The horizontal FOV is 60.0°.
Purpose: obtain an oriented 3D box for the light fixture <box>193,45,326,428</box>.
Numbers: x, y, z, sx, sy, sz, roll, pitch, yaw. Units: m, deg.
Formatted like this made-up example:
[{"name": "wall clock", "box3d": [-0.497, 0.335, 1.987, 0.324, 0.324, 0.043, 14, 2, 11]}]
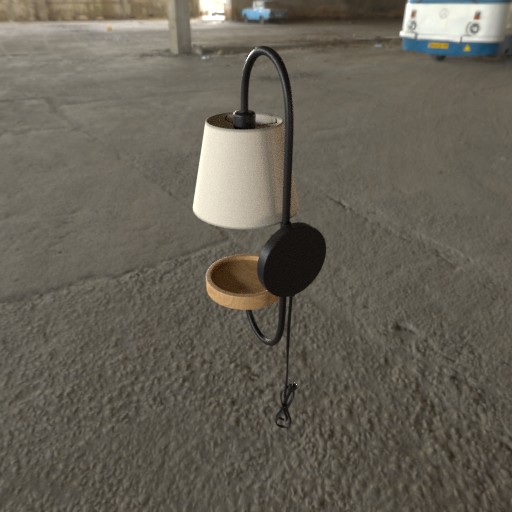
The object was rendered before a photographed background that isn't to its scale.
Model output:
[{"name": "light fixture", "box3d": [0.000, 0.000, 0.950, 0.220, 0.821, 0.299, -18, 35, -28]}]
